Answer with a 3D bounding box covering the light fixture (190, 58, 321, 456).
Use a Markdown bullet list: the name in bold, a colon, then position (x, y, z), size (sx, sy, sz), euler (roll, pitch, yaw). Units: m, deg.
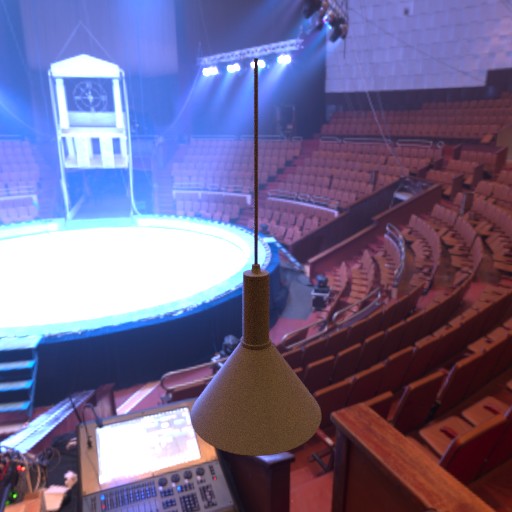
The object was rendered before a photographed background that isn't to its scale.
- **light fixture**: position (0.000, 0.000, 0.828), size (0.267, 0.683, 0.267), euler (-7, 16, -25)
